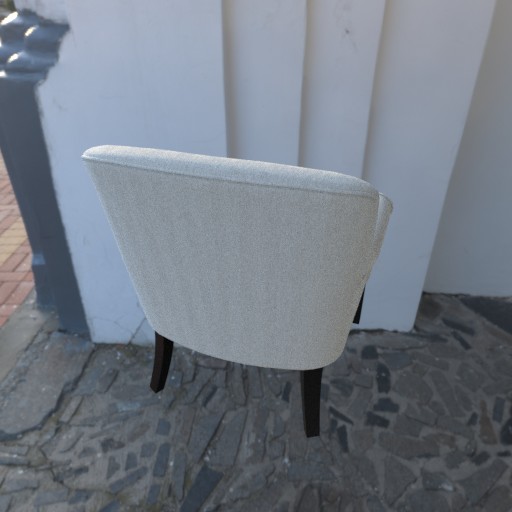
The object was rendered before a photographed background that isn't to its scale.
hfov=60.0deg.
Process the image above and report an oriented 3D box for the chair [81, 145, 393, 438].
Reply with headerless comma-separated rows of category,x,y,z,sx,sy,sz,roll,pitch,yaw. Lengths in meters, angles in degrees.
chair,0.000,0.000,1.425,0.781,0.875,0.750,10,34,16
